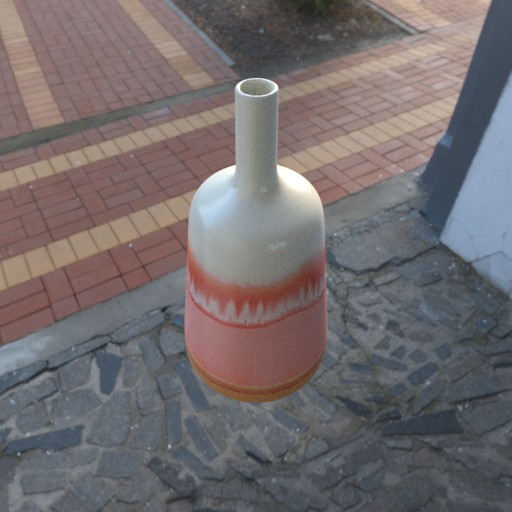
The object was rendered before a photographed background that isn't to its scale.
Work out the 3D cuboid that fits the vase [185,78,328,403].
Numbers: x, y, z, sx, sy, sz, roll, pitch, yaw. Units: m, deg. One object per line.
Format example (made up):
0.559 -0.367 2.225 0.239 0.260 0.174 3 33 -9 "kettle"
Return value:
0.000 0.000 0.375 0.144 0.296 0.144 0 46 0 "vase"
